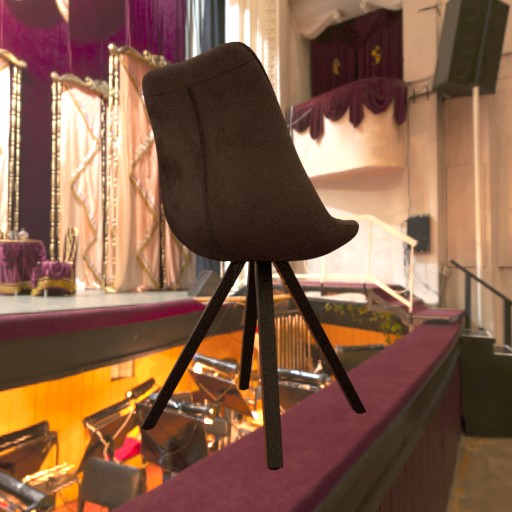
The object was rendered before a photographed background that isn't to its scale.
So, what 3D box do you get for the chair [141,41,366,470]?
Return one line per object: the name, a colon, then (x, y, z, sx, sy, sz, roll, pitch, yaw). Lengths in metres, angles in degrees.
chair: (0.000, 0.000, 1.158, 0.476, 0.850, 0.550, -1, -2, 35)
